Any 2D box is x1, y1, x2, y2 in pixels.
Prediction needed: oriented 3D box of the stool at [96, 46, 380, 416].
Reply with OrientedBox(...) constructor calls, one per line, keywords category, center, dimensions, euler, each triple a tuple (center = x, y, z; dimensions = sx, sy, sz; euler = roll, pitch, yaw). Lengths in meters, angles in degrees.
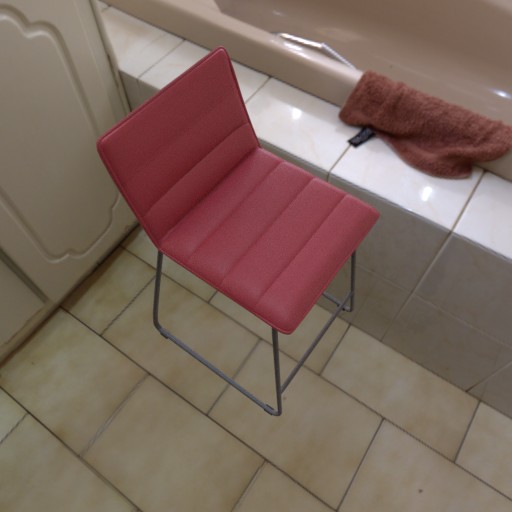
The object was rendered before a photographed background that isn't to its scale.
OrientedBox(category="stool", center=(0.000, 0.000, 1.202), dimensions=(0.524, 0.866, 0.489), euler=(33, 64, 18))
